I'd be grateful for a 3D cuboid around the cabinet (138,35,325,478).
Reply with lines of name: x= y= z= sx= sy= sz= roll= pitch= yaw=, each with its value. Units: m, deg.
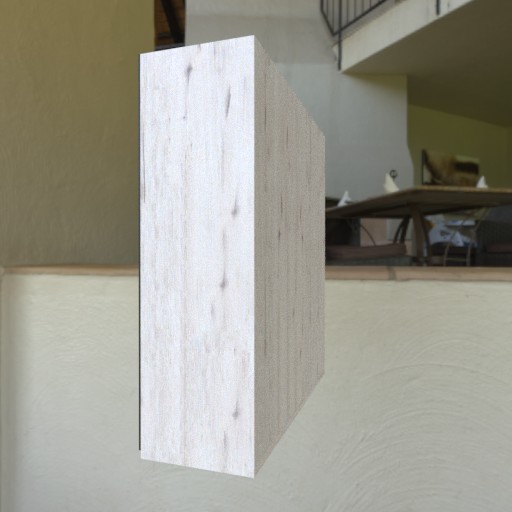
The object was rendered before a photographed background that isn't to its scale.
cabinet: x=0.000 y=0.000 z=3.233 sx=0.660 sy=2.180 sz=2.000 roll=0 pitch=0 yaw=19
